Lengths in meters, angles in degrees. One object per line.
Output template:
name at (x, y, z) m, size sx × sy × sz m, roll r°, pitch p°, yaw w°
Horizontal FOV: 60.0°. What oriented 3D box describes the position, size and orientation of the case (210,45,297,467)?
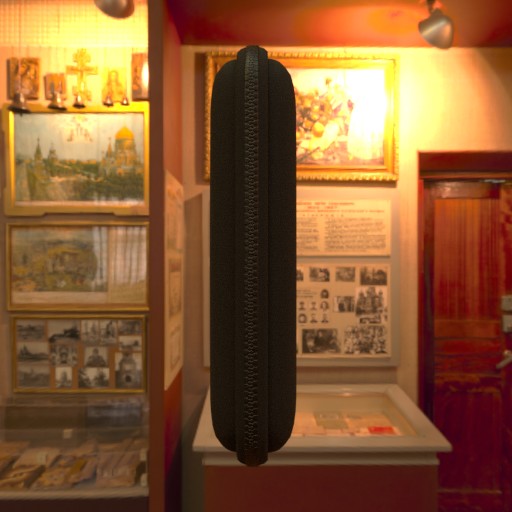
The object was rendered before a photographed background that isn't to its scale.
case at (0.000, 0.000, 0.192) m, size 0.030 × 0.147 × 0.107 m, roll 0°, pitch 0°, yaw 2°
